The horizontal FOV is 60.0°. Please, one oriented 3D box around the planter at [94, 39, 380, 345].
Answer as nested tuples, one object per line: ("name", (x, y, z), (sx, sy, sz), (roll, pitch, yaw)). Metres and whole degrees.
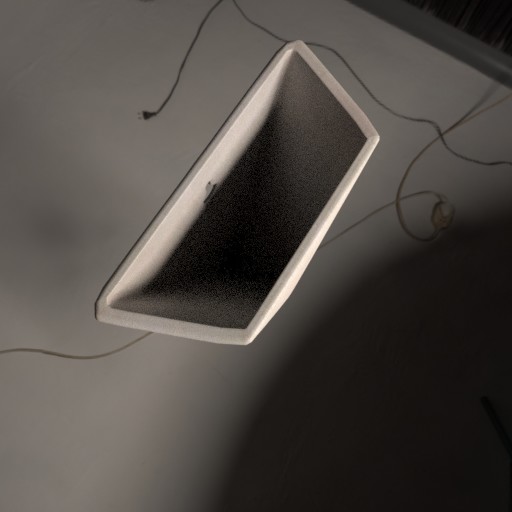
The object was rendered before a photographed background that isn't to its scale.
("planter", (0.000, 0.000, 0.276), (0.060, 0.197, 0.150), (32, 78, 8))
